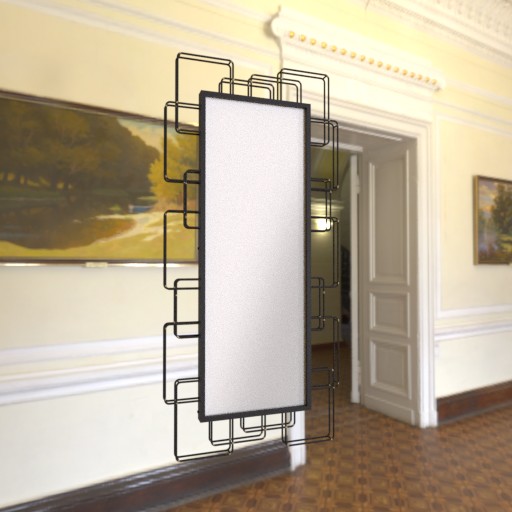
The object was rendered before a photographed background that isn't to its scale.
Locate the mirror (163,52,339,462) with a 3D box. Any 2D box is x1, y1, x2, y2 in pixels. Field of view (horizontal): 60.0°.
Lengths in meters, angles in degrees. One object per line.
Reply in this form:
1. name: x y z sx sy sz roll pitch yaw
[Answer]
1. mirror: 0.000 0.000 1.379 0.565 1.192 0.037 0 -1 -19
